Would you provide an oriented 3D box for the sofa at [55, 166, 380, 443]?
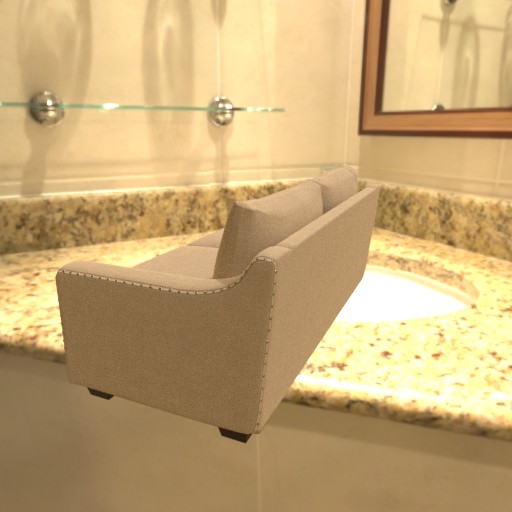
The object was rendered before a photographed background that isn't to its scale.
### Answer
[{"bbox_3d":[0.000,0.000,2.715,1.104,0.983,2.107,7,18,23],"label":"sofa"}]
